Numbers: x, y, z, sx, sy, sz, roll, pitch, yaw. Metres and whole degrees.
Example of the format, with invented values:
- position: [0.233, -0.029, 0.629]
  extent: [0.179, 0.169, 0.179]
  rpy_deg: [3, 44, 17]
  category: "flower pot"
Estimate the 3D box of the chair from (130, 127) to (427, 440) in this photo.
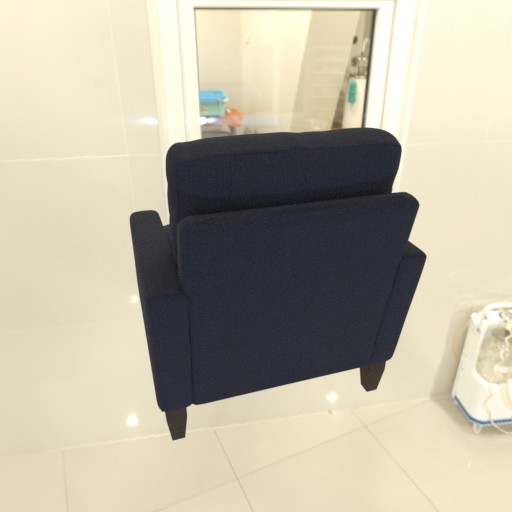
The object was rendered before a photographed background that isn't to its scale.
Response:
- position: [0.000, 0.000, 1.640]
  extent: [0.855, 0.991, 0.897]
  rpy_deg: [-8, 28, -16]
  category: "chair"
